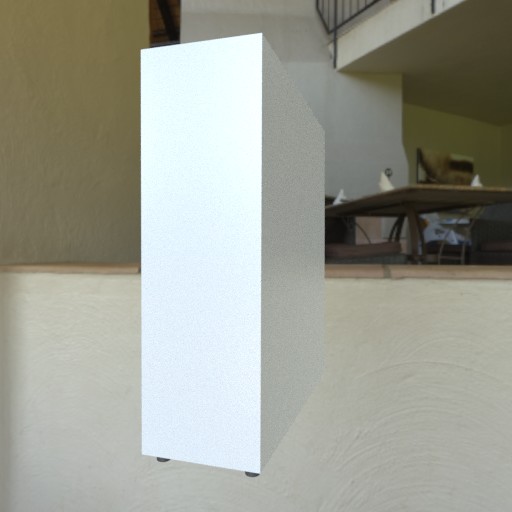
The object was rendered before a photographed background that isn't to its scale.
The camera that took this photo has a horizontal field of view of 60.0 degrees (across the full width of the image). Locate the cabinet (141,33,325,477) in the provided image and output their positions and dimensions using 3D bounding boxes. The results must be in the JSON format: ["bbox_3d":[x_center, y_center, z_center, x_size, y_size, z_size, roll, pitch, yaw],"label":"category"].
[{"bbox_3d":[0.000,0.000,1.647,0.348,1.150,0.990,0,1,18],"label":"cabinet"}]
